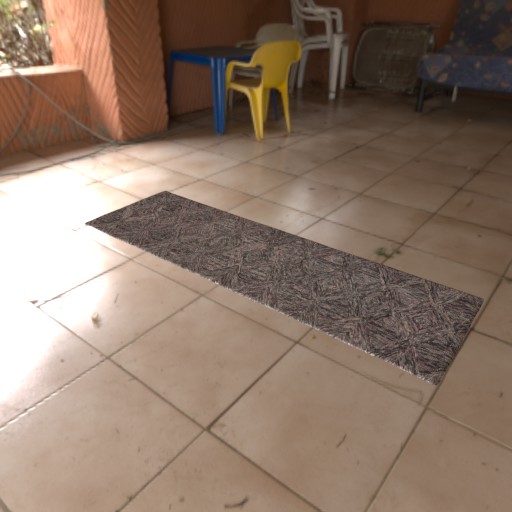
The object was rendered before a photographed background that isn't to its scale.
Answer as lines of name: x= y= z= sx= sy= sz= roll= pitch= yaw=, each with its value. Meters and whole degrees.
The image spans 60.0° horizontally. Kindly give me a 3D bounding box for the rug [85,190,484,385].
rug: x=0.000 y=0.000 z=2.543 sx=2.305 sy=0.013 sz=0.719 roll=21 pitch=37 yaw=32
